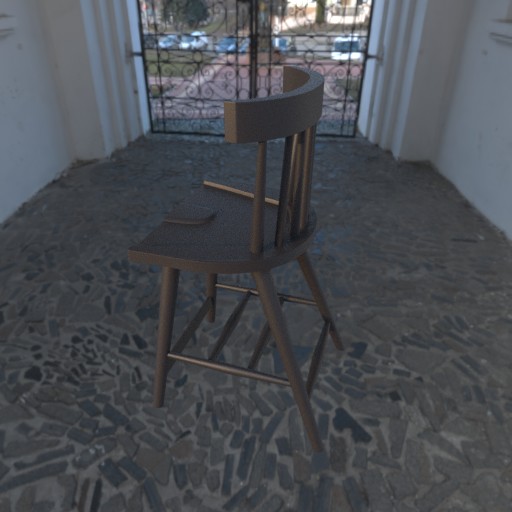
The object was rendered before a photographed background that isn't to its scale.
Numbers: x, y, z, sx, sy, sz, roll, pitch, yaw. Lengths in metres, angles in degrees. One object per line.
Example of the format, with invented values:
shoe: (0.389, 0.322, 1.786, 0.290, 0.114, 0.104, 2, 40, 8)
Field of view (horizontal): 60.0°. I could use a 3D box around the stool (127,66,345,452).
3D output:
stool: (0.000, 0.000, 1.274, 0.549, 0.953, 0.494, 9, 33, 15)
